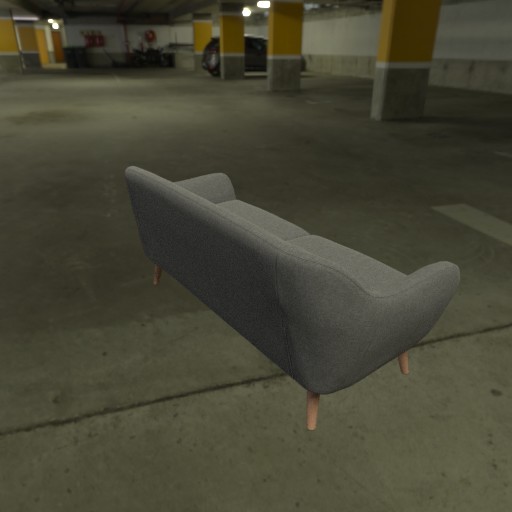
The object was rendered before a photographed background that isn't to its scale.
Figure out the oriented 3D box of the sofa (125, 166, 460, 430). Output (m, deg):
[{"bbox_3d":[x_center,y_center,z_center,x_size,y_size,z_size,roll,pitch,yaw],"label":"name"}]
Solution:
[{"bbox_3d":[0.000,0.000,2.322,0.820,0.820,1.840,-17,30,-32],"label":"sofa"}]
